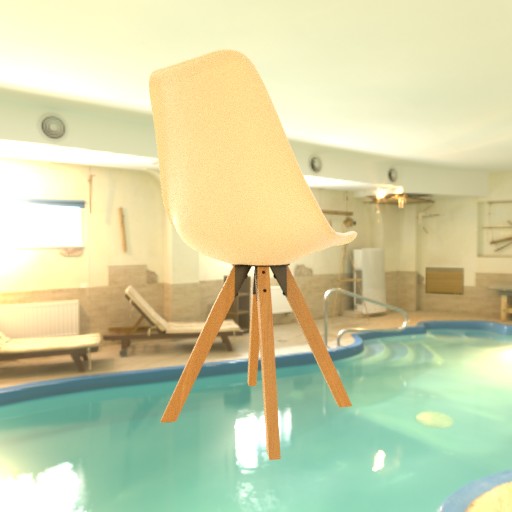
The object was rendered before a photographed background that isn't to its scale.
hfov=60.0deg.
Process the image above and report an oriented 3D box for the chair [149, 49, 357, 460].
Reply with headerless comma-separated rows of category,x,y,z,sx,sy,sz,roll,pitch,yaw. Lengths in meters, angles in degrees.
chair,0.000,0.000,1.169,0.485,0.849,0.550,1,2,35
